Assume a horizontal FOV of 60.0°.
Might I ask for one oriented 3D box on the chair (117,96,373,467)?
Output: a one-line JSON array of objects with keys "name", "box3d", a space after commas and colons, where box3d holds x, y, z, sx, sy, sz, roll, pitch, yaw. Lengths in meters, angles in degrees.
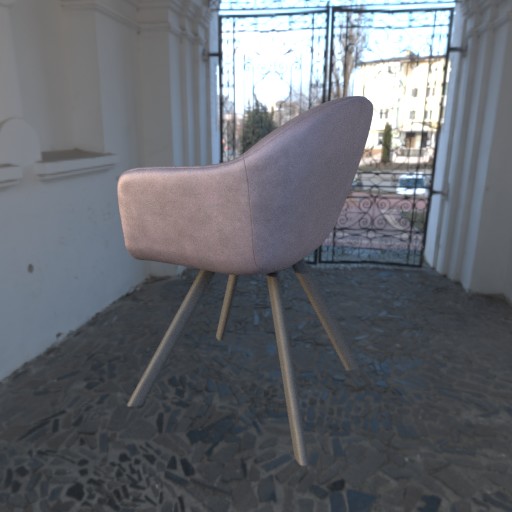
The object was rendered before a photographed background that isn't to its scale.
[{"name": "chair", "box3d": [0.000, 0.000, 1.174, 0.544, 0.781, 0.567, 8, 17, 25]}]
